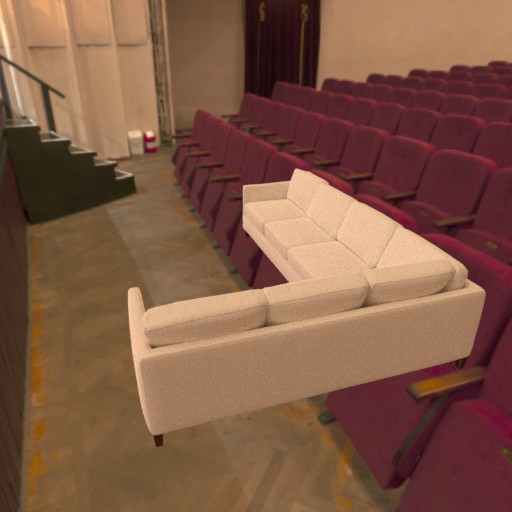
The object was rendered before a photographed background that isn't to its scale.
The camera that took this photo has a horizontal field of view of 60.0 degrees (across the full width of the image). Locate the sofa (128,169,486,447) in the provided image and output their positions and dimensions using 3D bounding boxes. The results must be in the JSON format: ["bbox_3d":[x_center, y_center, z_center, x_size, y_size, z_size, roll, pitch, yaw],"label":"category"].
[{"bbox_3d":[0.000,0.000,4.435,2.593,0.947,3.302,-8,27,-17],"label":"sofa"}]
